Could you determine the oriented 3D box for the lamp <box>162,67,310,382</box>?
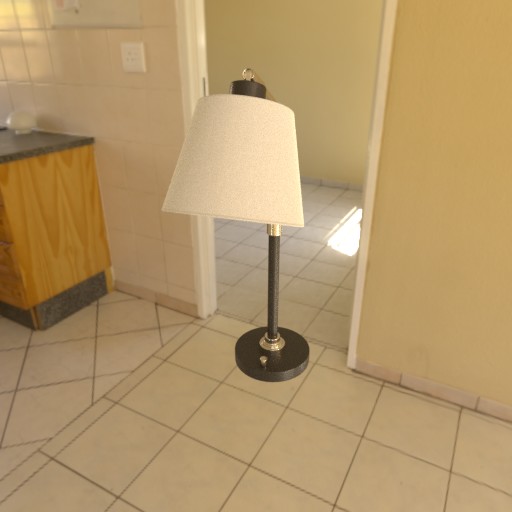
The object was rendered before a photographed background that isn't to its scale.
[{"bbox_3d":[0.000,0.000,0.685,0.181,0.539,0.348,8,27,17],"label":"lamp"}]
